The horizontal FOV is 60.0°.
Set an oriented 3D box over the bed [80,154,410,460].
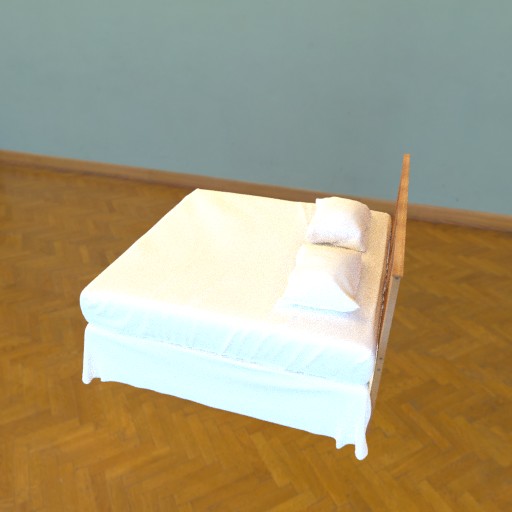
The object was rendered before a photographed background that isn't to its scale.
[{"bbox_3d":[0.000,0.000,3.606,2.215,1.270,2.317,9,32,15],"label":"bed"}]
